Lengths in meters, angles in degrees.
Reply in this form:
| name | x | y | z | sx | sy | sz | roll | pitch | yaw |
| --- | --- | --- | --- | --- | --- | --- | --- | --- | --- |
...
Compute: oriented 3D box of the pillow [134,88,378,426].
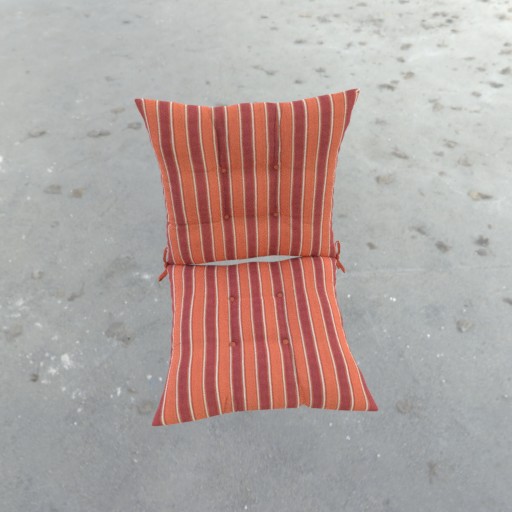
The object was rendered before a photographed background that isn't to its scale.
| name | x | y | z | sx | sy | sz | roll | pitch | yaw |
| --- | --- | --- | --- | --- | --- | --- | --- | --- | --- |
| pillow | 0.000 | 0.000 | 1.014 | 0.541 | 0.536 | 0.585 | -3 | 48 | -3 |
